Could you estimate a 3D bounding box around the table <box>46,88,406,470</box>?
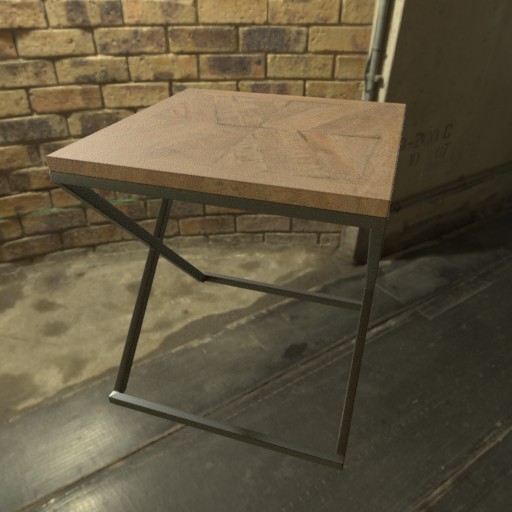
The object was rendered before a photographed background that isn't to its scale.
[{"bbox_3d":[0.000,0.000,0.936,0.499,0.550,0.498,10,34,15],"label":"table"}]
